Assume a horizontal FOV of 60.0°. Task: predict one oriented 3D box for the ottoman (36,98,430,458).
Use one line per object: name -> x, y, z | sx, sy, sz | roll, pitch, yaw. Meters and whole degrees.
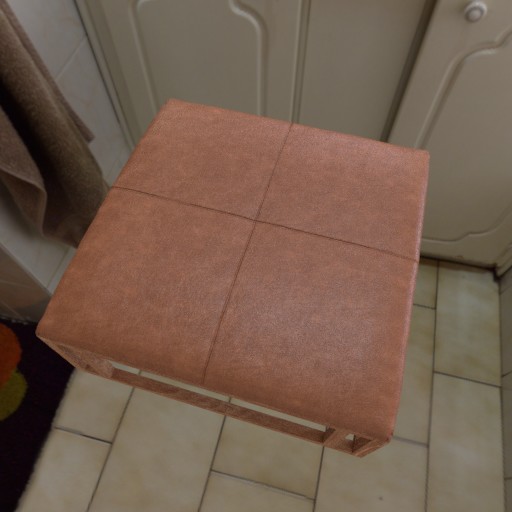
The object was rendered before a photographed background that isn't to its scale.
ottoman -> 0.000, 0.000, 1.552 | 1.016, 0.442, 1.013 | 14, 61, 8
